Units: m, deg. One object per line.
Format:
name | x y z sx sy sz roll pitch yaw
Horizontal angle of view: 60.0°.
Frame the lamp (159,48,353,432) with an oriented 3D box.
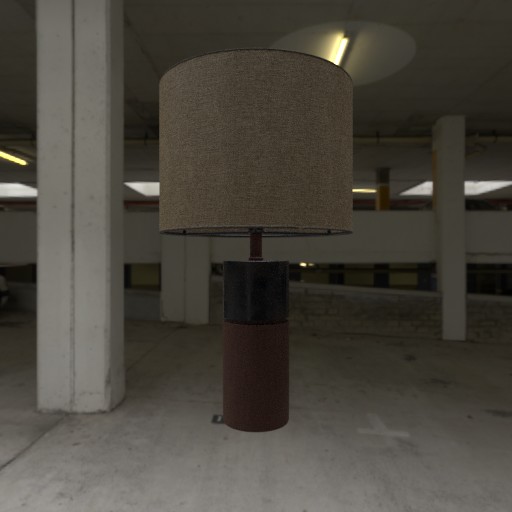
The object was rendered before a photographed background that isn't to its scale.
lamp | 0.000 0.000 0.473 0.202 0.350 0.202 0 0 0
